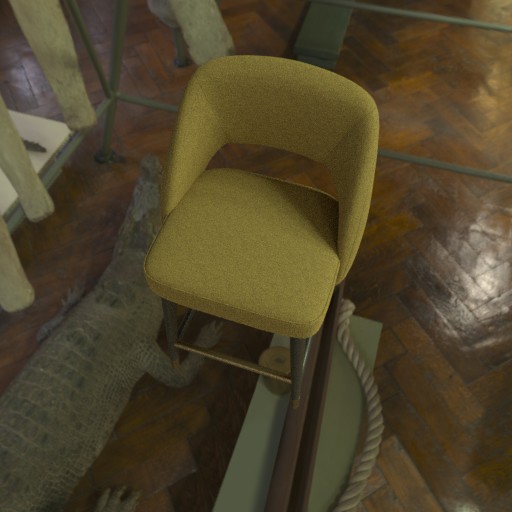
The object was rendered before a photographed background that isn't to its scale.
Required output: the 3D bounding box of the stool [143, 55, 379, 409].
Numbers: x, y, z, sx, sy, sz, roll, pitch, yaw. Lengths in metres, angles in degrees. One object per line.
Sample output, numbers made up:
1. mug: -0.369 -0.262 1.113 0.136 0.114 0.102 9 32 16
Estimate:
1. stool: 0.000 0.000 1.281 0.536 0.939 0.522 15 58 10
